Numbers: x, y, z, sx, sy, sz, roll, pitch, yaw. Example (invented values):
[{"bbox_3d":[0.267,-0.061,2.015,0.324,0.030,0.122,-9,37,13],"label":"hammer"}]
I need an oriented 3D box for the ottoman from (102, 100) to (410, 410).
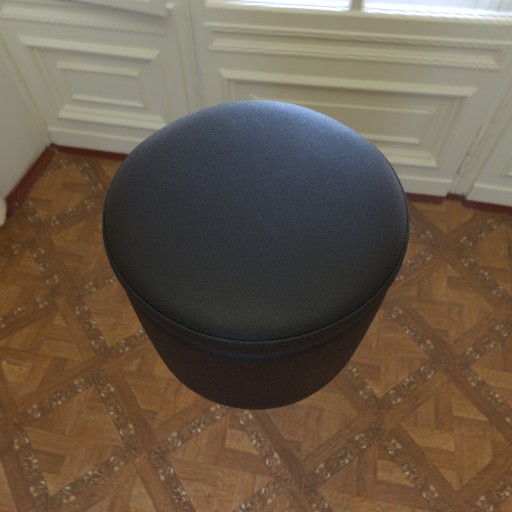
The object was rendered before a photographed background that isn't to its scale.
[{"bbox_3d":[0.000,0.000,0.869,0.501,0.409,0.501,0,57,0],"label":"ottoman"}]
